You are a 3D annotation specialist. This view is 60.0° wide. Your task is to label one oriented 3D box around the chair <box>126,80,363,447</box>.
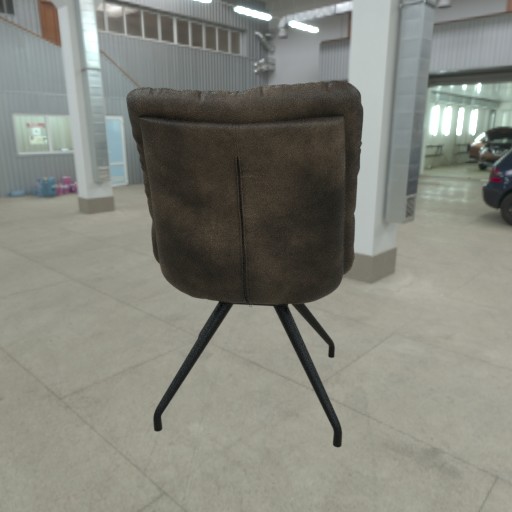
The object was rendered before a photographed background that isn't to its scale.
[{"bbox_3d":[0.000,0.000,1.258,0.549,0.870,0.622,2,16,7],"label":"chair"}]
